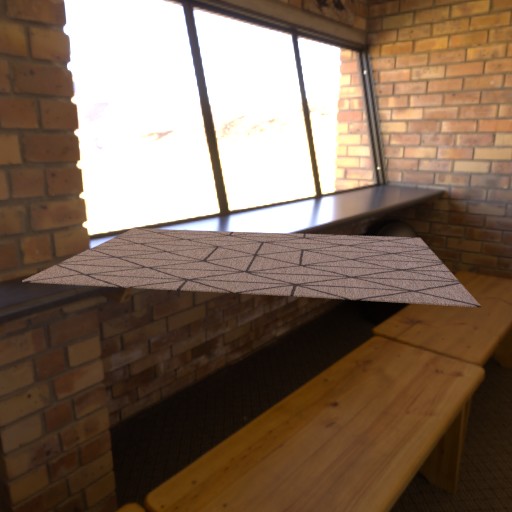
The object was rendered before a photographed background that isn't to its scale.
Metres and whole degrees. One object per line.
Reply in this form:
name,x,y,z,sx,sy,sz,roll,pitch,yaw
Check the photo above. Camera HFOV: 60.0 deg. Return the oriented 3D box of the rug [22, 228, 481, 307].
rug,0.000,0.000,3.068,2.465,0.008,1.526,2,15,9
